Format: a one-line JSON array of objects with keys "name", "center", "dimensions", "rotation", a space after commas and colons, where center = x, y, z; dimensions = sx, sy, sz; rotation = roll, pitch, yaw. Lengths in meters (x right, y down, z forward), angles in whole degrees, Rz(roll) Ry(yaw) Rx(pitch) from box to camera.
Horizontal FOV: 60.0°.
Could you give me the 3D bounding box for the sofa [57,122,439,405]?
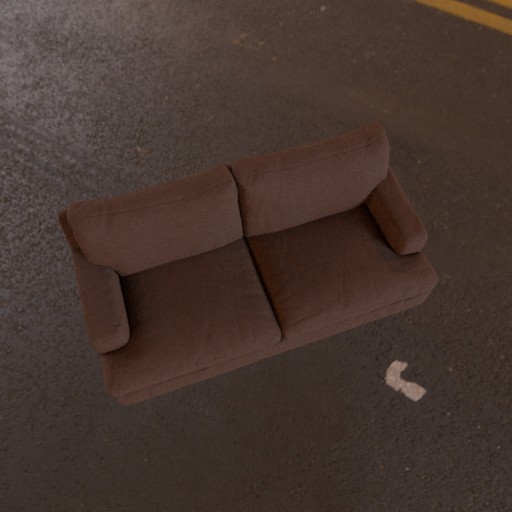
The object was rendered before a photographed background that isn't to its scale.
[{"name": "sofa", "center": [0.000, 0.000, 2.941], "dimensions": [2.274, 0.950, 1.140], "rotation": [-17, 63, -9]}]
